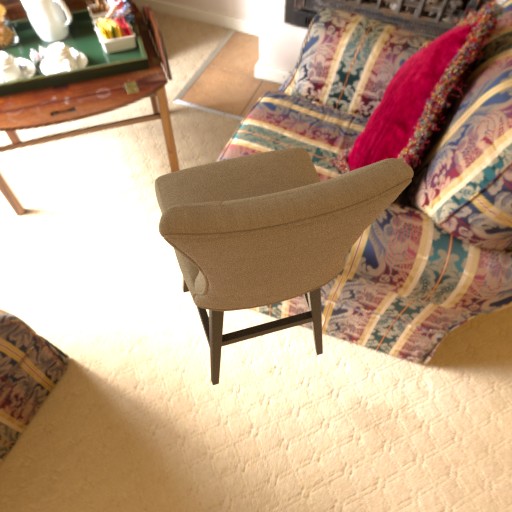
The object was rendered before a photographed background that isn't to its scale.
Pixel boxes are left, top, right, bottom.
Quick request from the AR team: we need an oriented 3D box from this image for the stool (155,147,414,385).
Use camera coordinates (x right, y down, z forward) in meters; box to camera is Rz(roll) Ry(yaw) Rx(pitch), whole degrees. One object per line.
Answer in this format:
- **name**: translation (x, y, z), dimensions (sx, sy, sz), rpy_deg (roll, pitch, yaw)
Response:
- **stool**: translation (0.000, 0.000, 1.397), dimensions (0.514, 1.086, 0.574), rpy_deg (-14, 57, -9)
